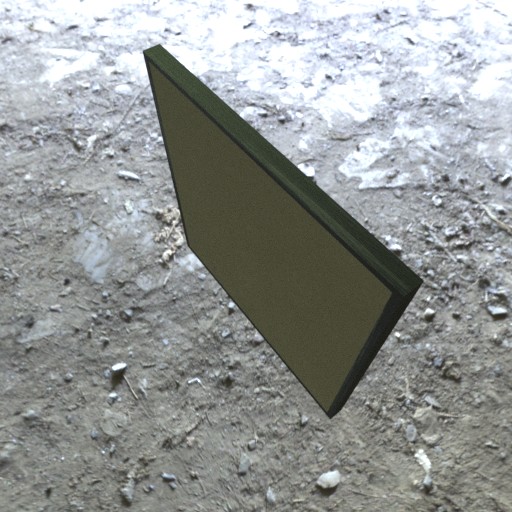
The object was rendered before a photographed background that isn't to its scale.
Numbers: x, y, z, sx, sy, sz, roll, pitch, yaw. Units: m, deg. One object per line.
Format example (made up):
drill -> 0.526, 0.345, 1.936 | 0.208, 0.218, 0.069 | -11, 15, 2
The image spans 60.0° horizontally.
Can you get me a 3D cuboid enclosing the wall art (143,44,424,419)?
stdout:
wall art -> 0.000, 0.000, 1.131 | 0.043, 0.758, 0.762 | -33, 63, -19
